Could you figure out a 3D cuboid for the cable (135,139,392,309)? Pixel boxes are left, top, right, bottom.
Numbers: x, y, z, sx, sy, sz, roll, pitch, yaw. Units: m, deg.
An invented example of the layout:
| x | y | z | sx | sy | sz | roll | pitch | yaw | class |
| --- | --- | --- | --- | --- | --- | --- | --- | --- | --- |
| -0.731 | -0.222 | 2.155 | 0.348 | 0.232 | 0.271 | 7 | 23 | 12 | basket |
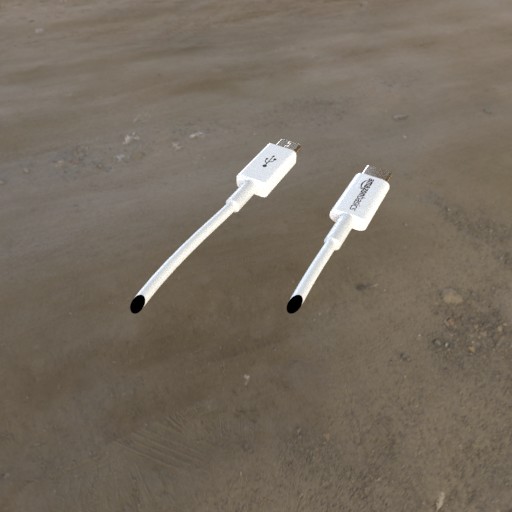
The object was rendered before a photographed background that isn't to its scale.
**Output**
| x | y | z | sx | sy | sz | roll | pitch | yaw | class |
| --- | --- | --- | --- | --- | --- | --- | --- | --- | --- |
| 0.000 | 0.000 | 0.110 | 0.040 | 0.006 | 0.098 | 23 | 51 | 20 | cable |
